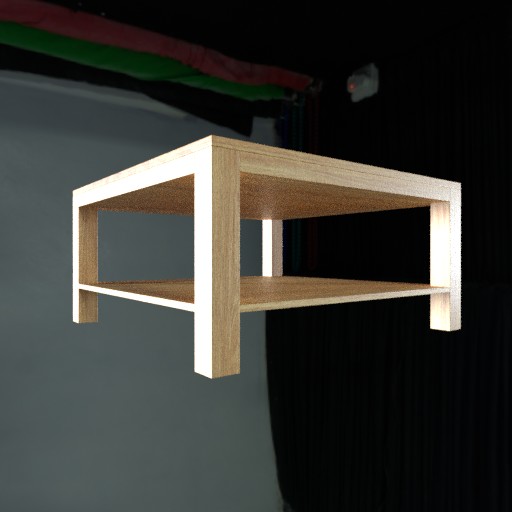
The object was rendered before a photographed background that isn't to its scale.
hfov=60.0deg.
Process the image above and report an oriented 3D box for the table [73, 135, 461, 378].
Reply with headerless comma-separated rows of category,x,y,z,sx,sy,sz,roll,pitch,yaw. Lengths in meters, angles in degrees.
table,0.000,0.000,1.448,0.900,0.450,0.900,0,0,-38
